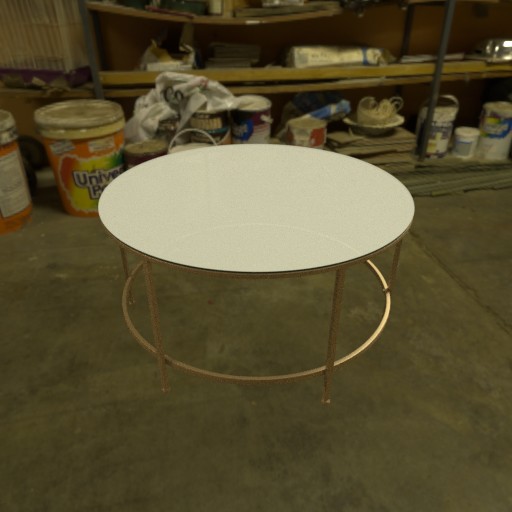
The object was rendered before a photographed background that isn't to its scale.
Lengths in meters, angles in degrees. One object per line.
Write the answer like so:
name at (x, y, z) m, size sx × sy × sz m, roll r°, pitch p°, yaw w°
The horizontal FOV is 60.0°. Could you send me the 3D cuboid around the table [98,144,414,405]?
table at (0.000, 0.000, 1.458) m, size 0.914 × 0.470 × 0.914 m, roll 0°, pitch 31°, yaw 0°
